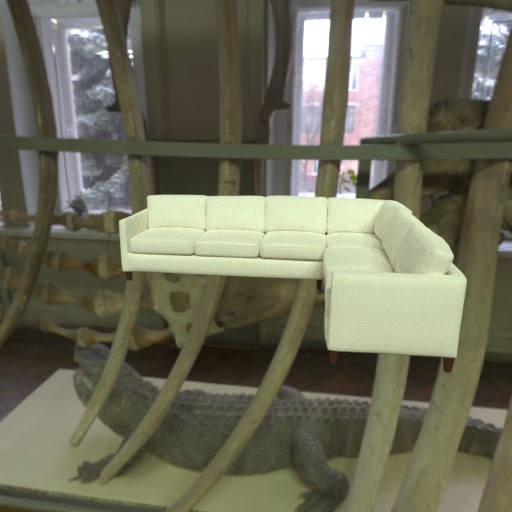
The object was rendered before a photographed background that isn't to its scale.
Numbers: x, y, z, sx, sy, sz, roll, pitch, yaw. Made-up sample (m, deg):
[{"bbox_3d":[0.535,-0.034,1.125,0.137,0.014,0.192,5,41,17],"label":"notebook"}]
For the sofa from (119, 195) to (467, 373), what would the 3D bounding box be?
[{"bbox_3d":[0.000,0.000,4.497,3.302,0.947,2.593,2,16,8],"label":"sofa"}]
